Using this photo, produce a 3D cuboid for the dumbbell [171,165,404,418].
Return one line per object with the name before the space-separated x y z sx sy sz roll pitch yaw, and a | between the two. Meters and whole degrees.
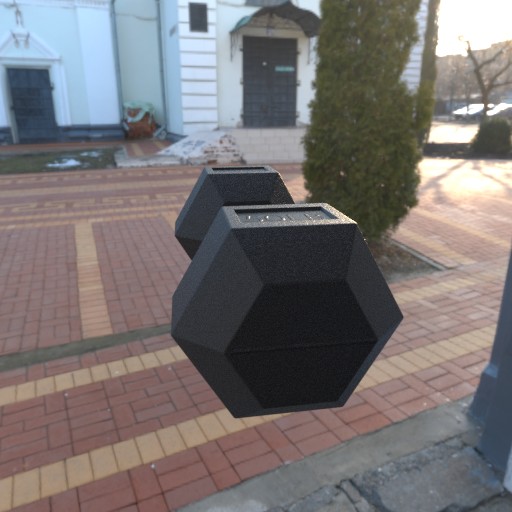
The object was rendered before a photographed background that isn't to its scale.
dumbbell | 0.000 0.000 0.472 0.173 0.150 0.384 -3 19 -9
